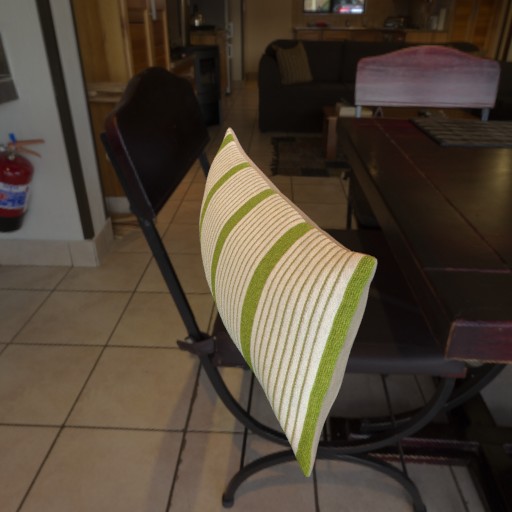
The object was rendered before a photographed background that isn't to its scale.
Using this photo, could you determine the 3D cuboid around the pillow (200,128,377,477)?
[{"bbox_3d":[0.000,0.000,0.728,0.156,0.292,0.608,-8,29,-14],"label":"pillow"}]
